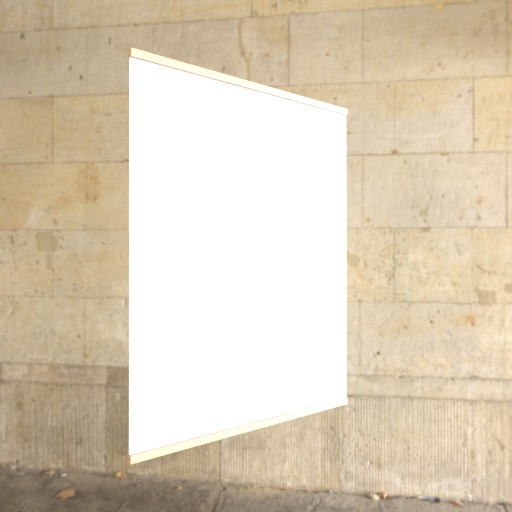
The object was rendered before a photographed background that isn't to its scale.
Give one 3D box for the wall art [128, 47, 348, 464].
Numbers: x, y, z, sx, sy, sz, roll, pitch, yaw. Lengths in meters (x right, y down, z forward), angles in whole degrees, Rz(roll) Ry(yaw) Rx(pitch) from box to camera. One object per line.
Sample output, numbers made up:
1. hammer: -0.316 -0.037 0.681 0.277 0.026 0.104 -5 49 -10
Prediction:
1. wall art: 0.000 0.000 0.786 0.459 0.608 0.012 0 0 -36
